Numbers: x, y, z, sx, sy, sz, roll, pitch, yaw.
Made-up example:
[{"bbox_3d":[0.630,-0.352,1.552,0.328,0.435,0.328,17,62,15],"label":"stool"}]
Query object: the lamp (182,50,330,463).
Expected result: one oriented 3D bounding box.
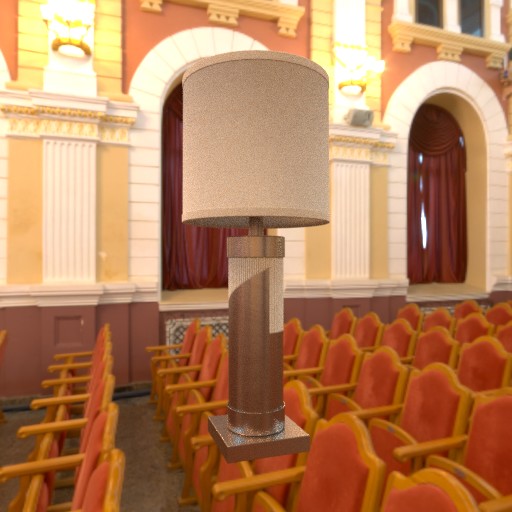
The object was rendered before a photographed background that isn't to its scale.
[{"bbox_3d":[0.000,0.000,0.614,0.202,0.509,0.202,0,-1,-19],"label":"lamp"}]
